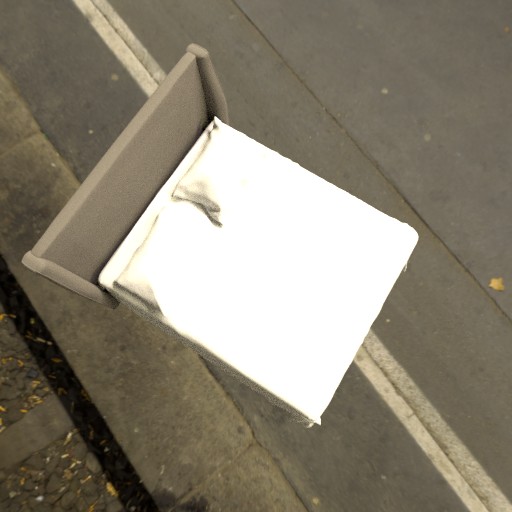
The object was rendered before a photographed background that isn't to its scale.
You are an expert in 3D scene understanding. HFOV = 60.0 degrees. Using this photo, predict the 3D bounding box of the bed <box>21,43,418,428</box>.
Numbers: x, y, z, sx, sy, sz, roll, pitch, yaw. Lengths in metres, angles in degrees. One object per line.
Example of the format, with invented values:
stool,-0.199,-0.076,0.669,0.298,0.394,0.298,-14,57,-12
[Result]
bed,0.000,0.000,3.408,2.276,1.332,1.925,31,77,8
